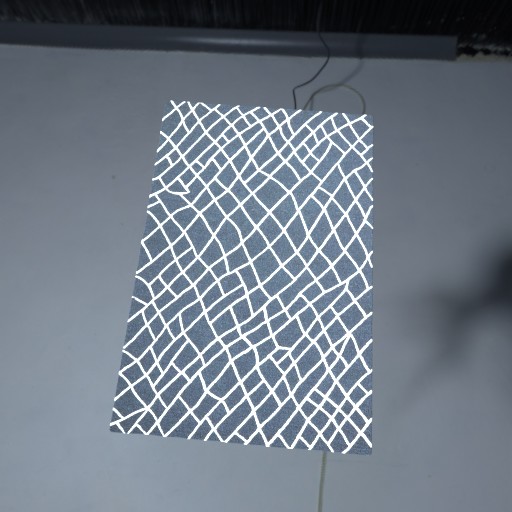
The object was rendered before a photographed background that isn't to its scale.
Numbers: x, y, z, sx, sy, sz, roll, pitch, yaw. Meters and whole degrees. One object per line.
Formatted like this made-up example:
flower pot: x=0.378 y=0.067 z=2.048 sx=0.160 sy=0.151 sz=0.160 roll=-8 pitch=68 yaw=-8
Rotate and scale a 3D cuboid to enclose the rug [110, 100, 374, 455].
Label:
rug: x=0.000 y=0.000 z=2.324 sx=1.223 sy=0.013 sz=1.830 roll=5 pitch=72 yaw=1
